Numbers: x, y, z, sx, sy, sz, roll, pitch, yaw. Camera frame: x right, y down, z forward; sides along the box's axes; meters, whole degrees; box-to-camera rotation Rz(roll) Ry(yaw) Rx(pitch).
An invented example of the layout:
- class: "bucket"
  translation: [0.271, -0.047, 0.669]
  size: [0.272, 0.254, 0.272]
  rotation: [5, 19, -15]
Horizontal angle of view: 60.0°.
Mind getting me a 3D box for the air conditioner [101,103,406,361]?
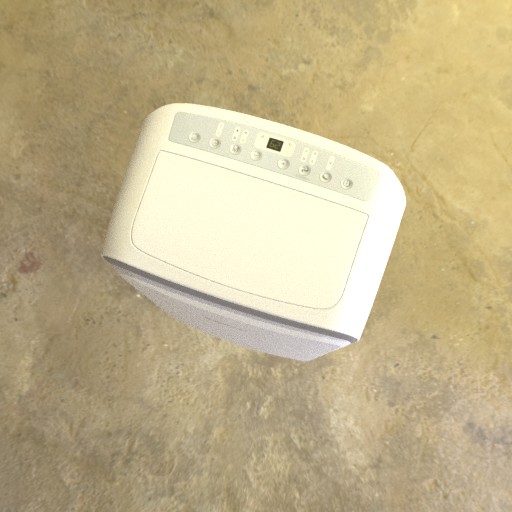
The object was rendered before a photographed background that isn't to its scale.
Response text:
- class: "air conditioner"
  translation: [0.000, 0.000, 0.951]
  size: [0.454, 0.700, 0.365]
  rotation: [18, 77, 4]
